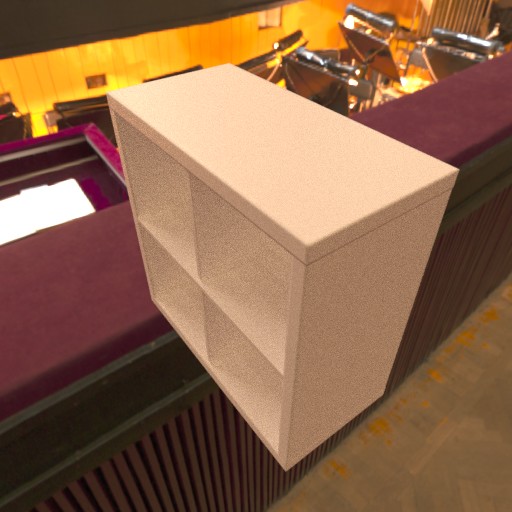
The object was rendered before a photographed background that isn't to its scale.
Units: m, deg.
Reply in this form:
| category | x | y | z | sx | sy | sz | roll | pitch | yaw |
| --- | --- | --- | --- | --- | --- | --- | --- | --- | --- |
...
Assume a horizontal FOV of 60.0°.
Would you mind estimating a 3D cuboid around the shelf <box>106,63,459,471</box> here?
| category | x | y | z | sx | sy | sz | roll | pitch | yaw |
| --- | --- | --- | --- | --- | --- | --- | --- | --- | --- |
| shelf | 0.000 | 0.000 | 1.263 | 0.390 | 0.786 | 0.790 | -26 | 47 | -27 |
